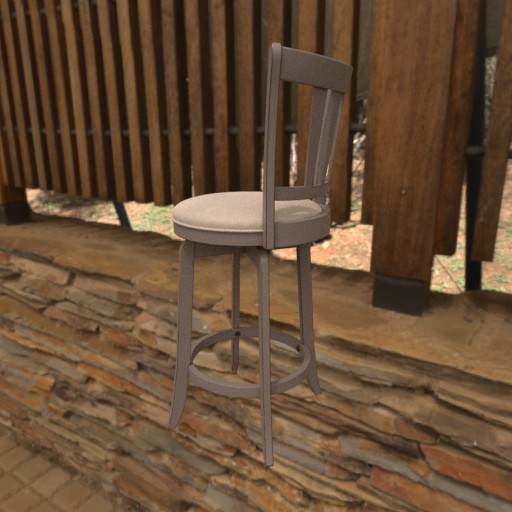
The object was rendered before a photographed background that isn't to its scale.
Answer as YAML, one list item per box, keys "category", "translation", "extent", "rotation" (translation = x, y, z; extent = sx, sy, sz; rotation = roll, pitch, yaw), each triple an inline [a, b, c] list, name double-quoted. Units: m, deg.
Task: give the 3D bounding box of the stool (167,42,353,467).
- category: "stool"
  translation: [0.000, 0.000, 1.262]
  extent: [0.475, 1.023, 0.436]
  rotation: [8, 18, 27]
